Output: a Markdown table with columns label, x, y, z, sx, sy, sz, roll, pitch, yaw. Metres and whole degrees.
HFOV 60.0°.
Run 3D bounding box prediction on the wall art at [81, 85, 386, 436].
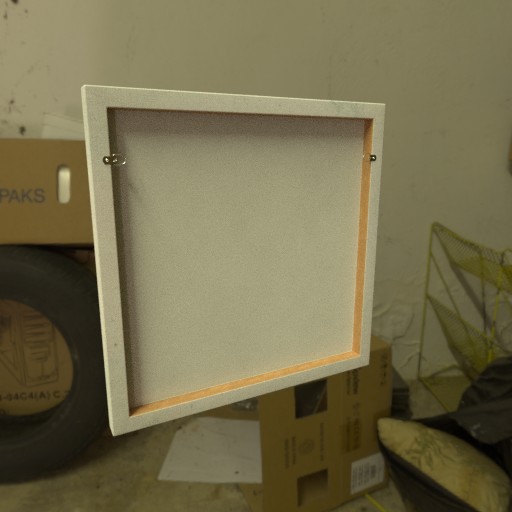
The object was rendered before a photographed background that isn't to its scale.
| label | x | y | z | sx | sy | sz | roll | pitch | yaw |
| --- | --- | --- | --- | --- | --- | --- | --- | --- | --- |
| wall art | 0.000 | 0.000 | 0.900 | 0.612 | 0.612 | 0.040 | -7 | 15 | -27 |
